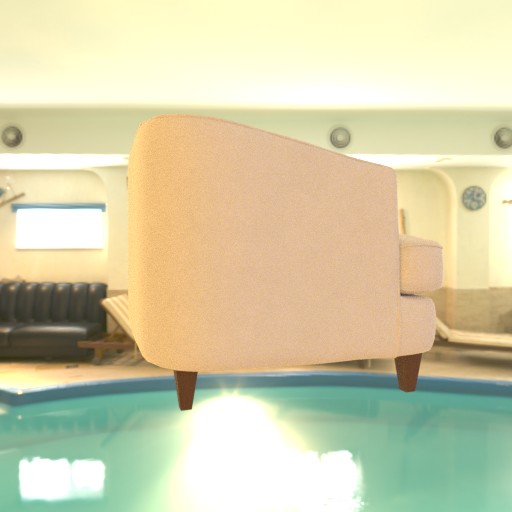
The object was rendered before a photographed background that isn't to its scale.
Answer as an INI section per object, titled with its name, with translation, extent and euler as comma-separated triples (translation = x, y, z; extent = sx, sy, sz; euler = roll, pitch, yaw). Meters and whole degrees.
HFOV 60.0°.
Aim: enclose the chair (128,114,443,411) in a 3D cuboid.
[chair]
translation = 0.000, 0.000, 1.744
extent = 0.941, 0.852, 1.104
euler = 0, 1, -20
